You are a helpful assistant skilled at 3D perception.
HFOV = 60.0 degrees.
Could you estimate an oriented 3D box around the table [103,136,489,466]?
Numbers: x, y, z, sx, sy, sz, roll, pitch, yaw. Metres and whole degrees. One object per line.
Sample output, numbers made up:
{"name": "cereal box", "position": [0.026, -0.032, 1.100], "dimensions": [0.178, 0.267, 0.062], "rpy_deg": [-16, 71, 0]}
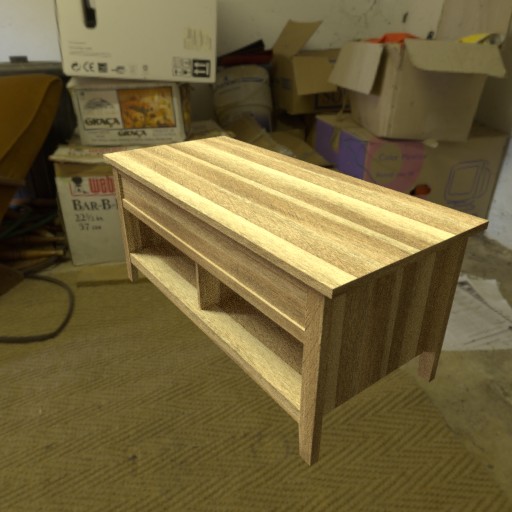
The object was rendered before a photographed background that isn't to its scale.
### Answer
{"name": "table", "position": [0.000, 0.000, 1.365], "dimensions": [0.493, 0.480, 1.095], "rpy_deg": [-19, 33, -32]}
